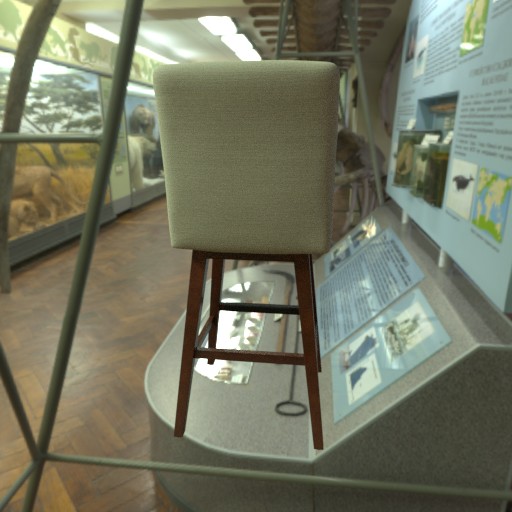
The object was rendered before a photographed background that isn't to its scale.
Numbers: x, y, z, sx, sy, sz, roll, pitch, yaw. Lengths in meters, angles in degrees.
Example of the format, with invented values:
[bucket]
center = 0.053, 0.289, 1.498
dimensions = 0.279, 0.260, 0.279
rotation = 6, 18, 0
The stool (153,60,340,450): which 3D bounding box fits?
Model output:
[stool]
center = 0.000, 0.000, 1.430
dimensions = 0.470, 1.097, 0.559
rotation = 2, 16, 7
